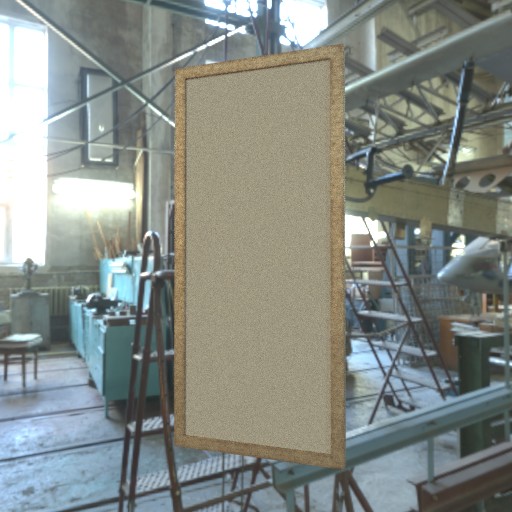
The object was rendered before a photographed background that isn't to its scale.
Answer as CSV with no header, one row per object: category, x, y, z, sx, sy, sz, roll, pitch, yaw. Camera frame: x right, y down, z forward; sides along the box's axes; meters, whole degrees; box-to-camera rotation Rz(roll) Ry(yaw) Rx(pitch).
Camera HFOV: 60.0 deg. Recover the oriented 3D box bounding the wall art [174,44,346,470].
wall art,0.000,0.000,1.641,0.648,1.461,0.051,0,-1,18
